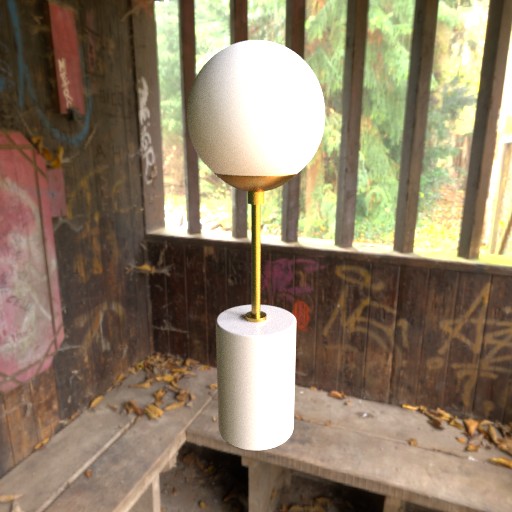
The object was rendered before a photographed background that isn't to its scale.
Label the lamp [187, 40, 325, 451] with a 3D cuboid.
[{"bbox_3d":[0.000,0.000,0.542,0.153,0.480,0.153,0,15,0],"label":"lamp"}]
